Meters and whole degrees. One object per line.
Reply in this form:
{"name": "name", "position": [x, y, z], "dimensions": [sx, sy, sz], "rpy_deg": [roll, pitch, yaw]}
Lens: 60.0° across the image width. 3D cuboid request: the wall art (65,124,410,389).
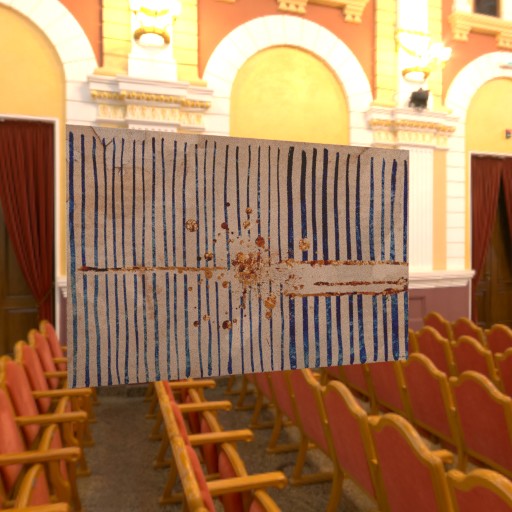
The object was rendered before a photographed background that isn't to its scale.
{"name": "wall art", "position": [0.000, 0.000, 1.166], "dimensions": [0.919, 0.609, 0.030], "rpy_deg": [0, 1, -17]}
